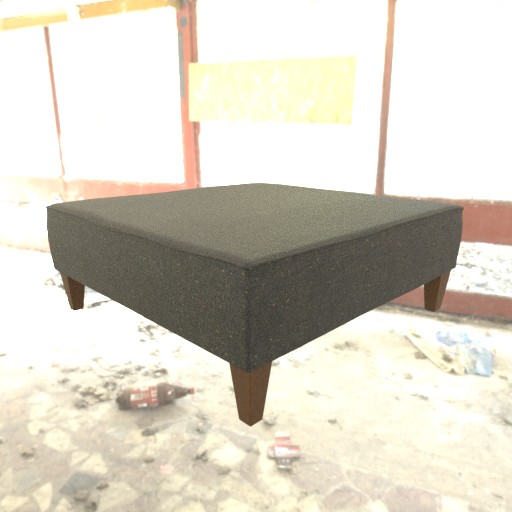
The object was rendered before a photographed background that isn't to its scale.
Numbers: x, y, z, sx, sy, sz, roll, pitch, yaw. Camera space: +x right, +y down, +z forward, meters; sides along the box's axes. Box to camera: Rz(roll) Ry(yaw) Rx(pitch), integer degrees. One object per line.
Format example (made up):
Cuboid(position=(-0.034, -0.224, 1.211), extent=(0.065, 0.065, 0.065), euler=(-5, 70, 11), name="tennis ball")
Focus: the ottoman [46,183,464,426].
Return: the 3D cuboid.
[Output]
Cuboid(position=(0.000, 0.000, 1.498), extent=(1.004, 0.382, 0.968), euler=(-15, 21, -43), name="ottoman")
